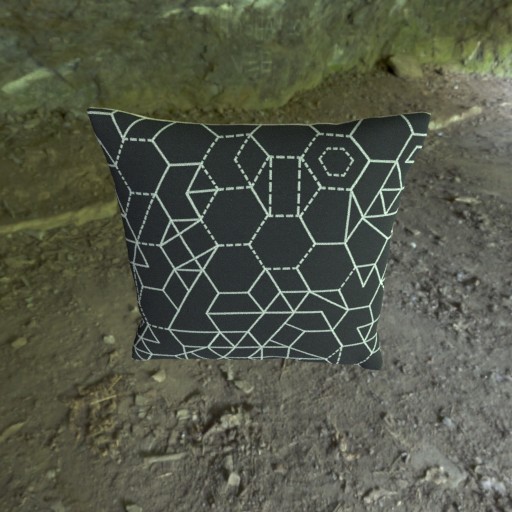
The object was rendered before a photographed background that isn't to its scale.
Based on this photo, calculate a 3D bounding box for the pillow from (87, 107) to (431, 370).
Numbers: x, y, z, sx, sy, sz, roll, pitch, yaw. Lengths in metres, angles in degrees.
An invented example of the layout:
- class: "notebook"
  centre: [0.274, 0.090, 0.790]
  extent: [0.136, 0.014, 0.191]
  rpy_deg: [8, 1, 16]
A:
- class: "pillow"
  centre: [0.000, 0.000, 0.790]
  extent: [0.517, 0.508, 0.158]
  rpy_deg: [1, 30, 2]
